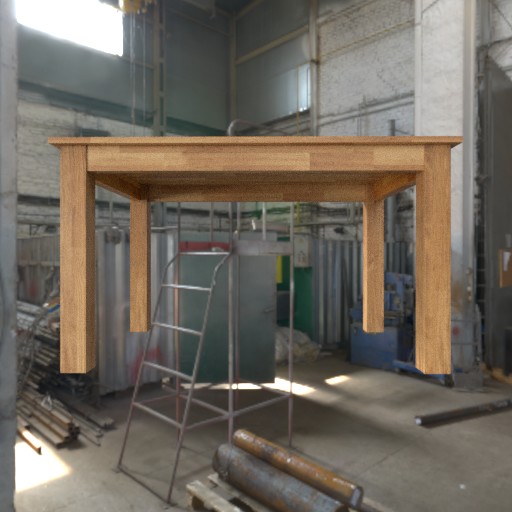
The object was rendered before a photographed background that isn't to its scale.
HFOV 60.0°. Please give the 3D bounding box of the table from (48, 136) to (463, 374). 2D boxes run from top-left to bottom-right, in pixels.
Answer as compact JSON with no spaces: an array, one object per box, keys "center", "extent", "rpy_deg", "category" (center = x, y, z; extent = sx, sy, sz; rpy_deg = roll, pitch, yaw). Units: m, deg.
[{"center":[0.000,0.000,1.840],"extent":[1.300,0.750,0.900],"rpy_deg":[0,0,1],"category":"table"}]
